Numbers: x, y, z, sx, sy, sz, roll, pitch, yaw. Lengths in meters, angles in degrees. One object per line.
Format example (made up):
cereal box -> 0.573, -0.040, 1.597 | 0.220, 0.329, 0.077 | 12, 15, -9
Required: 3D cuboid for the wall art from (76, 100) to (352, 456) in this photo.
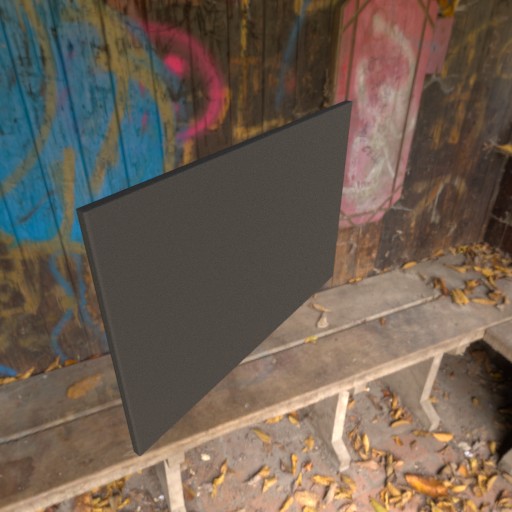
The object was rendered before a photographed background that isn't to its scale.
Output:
wall art -> 0.000, 0.000, 1.225 | 0.026, 0.656, 0.958 | 22, 38, 31
